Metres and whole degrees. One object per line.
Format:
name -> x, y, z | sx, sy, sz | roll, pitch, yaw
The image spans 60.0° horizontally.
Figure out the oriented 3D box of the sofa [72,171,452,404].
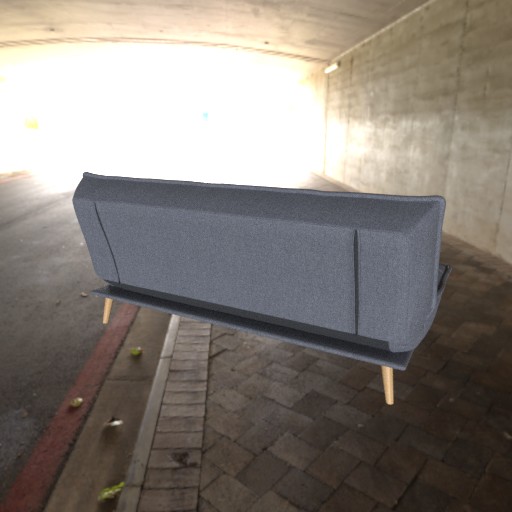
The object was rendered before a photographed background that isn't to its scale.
sofa -> 0.000, 0.000, 2.463 | 1.940, 0.890, 0.950 | 9, 18, 27
